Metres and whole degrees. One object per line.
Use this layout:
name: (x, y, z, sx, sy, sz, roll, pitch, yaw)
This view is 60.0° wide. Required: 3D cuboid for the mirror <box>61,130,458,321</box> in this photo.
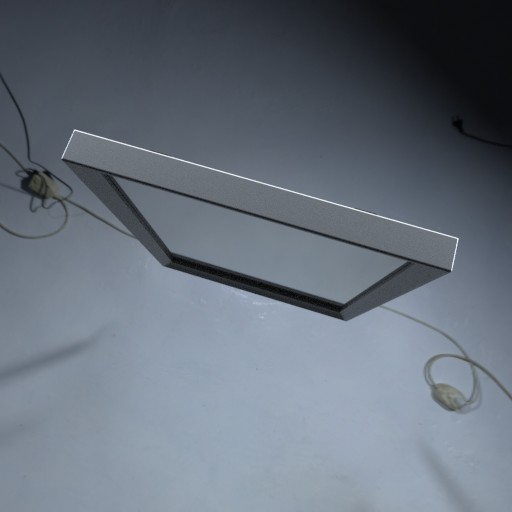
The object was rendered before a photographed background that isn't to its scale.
mirror: (0.000, 0.000, 0.692, 0.406, 0.509, 0.041, 16, 77, 4)
